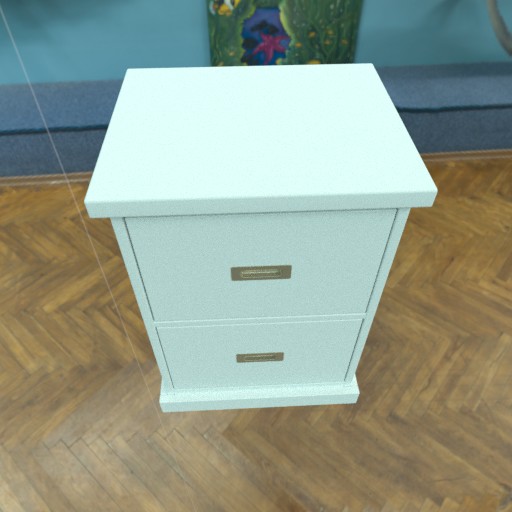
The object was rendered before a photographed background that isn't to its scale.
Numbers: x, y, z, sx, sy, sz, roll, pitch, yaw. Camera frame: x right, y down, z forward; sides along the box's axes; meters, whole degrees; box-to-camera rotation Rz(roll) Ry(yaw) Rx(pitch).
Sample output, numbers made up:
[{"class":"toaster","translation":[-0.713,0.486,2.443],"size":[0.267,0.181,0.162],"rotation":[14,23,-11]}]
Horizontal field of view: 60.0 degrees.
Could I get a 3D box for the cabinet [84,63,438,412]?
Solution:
[{"class":"cabinet","translation":[0.000,0.000,1.057],"size":[0.520,0.723,0.431],"rotation":[-2,47,-2]}]
